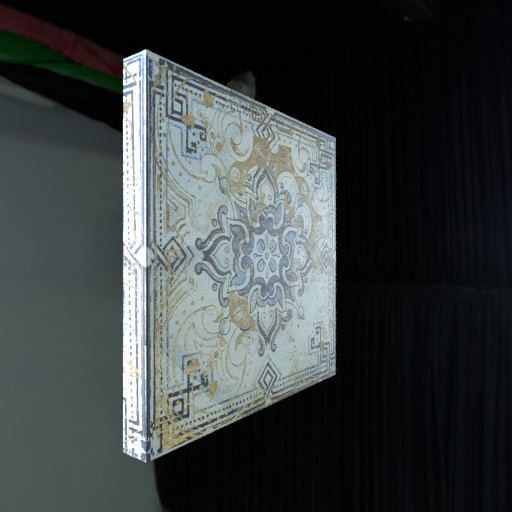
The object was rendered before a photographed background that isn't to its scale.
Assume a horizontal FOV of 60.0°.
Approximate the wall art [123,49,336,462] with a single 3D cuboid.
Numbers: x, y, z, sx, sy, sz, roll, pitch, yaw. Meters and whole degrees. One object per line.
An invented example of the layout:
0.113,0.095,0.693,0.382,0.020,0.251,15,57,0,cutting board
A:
0.000,0.000,0.614,0.038,0.410,0.411,0,0,37,wall art
